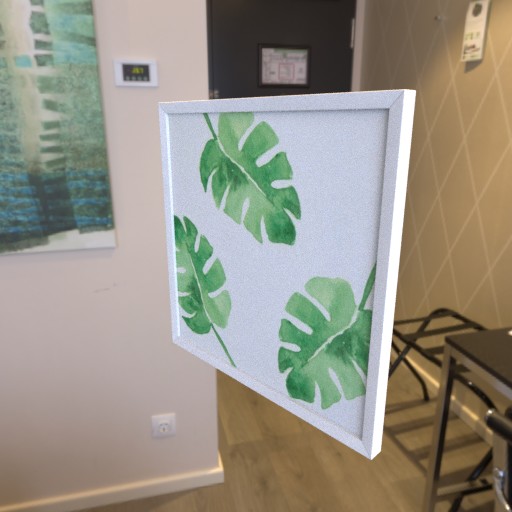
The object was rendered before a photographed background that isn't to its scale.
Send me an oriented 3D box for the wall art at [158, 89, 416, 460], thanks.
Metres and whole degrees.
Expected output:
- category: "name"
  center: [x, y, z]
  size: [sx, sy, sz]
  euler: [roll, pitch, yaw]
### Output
- category: "wall art"
  center: [0.000, 0.000, 1.133]
  size: [0.040, 0.762, 0.762]
  euler: [-16, 23, -42]
